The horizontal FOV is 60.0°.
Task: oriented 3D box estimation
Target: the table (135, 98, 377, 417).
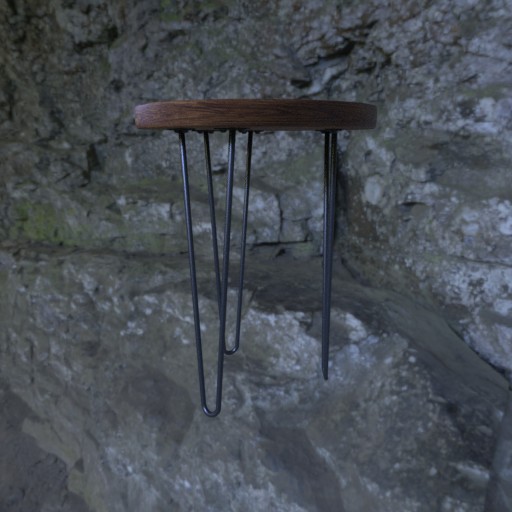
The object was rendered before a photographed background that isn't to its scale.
[{"bbox_3d":[0.000,0.000,0.821,0.400,0.520,0.400,0,15,0],"label":"table"}]
